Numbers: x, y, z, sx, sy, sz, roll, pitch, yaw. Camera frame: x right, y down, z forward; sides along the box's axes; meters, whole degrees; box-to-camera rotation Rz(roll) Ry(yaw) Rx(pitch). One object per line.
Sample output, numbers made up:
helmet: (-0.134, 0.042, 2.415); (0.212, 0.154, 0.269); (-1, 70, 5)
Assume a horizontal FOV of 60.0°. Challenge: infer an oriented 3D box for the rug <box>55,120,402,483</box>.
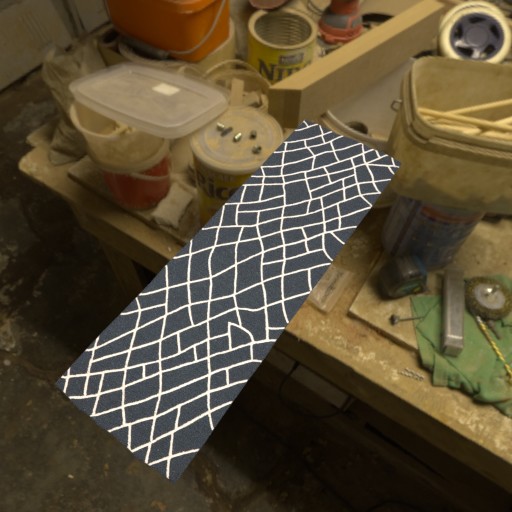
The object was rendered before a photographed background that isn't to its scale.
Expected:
rug: (0.000, 0.000, 2.676); (0.807, 0.010, 2.476); (30, 62, 18)
